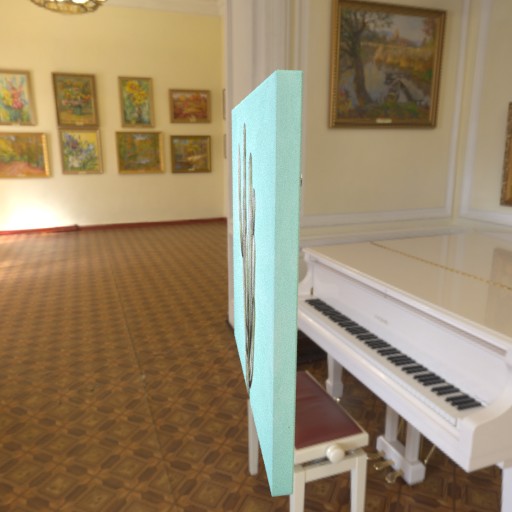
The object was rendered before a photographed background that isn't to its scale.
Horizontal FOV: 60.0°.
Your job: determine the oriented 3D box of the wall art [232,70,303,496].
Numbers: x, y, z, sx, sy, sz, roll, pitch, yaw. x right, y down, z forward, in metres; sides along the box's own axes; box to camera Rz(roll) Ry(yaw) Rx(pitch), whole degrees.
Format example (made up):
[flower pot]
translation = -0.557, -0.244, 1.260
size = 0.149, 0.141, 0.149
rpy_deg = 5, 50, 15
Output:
[wall art]
translation = 0.000, 0.000, 1.580
size = 0.070, 1.073, 1.071
rpy_deg = -2, 14, -8
